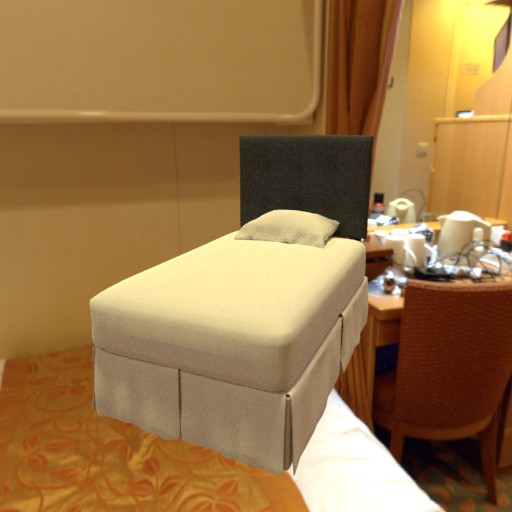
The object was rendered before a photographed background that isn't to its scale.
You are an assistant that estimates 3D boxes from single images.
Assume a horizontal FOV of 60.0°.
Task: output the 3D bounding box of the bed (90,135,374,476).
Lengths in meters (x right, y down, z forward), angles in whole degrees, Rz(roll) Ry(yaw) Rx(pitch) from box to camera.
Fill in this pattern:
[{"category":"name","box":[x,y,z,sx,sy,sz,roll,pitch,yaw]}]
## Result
[{"category":"bed","box":[0.000,0.000,2.997,1.261,1.571,1.997,7,17,23]}]
